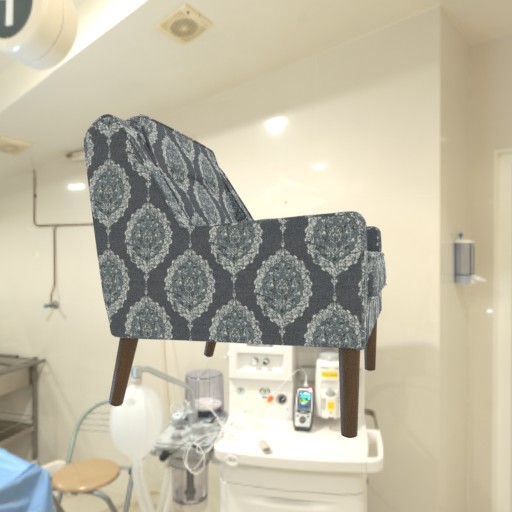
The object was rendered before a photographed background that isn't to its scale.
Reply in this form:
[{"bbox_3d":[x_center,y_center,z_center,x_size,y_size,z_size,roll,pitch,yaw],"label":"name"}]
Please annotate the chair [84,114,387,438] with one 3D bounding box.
[{"bbox_3d":[0.000,0.000,1.345,0.743,0.792,0.663,0,1,19],"label":"chair"}]
